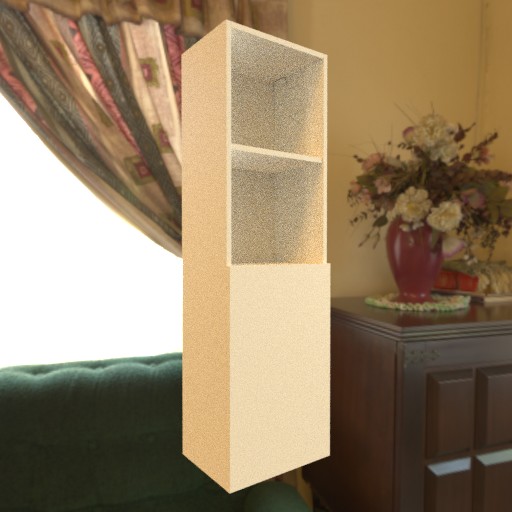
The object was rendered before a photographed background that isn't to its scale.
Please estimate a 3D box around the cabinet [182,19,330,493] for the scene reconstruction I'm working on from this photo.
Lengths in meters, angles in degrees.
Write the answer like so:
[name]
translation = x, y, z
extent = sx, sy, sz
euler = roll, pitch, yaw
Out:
[cabinet]
translation = 0.000, 0.000, 1.493
extent = 0.400, 1.350, 0.300
euler = -1, 1, -36
